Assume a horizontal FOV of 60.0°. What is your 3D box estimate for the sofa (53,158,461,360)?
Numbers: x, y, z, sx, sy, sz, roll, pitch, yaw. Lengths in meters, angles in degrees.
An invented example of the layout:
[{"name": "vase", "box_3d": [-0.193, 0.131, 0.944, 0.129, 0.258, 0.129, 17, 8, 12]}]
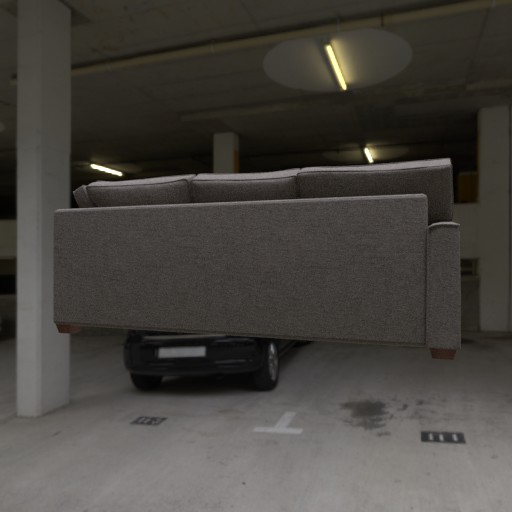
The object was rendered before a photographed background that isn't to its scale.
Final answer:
[{"name": "sofa", "box_3d": [0.000, 0.000, 2.851, 2.317, 0.962, 1.061, 0, 0, 19]}]
